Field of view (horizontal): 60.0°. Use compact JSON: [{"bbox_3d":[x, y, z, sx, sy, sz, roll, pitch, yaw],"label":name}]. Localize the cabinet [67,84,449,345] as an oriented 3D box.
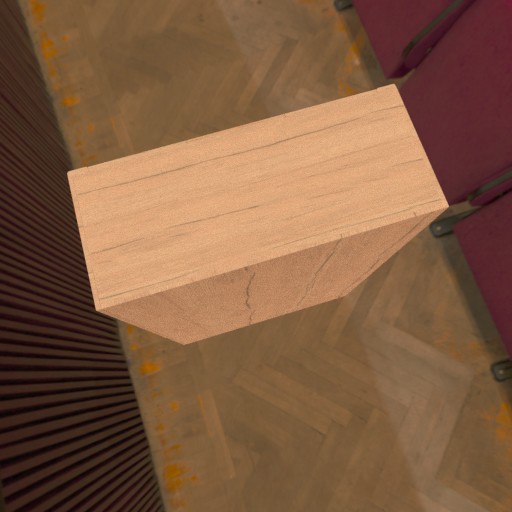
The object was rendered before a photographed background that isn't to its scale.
[{"bbox_3d":[0.000,0.000,2.747,1.400,2.070,0.580,-16,76,-4],"label":"cabinet"}]
